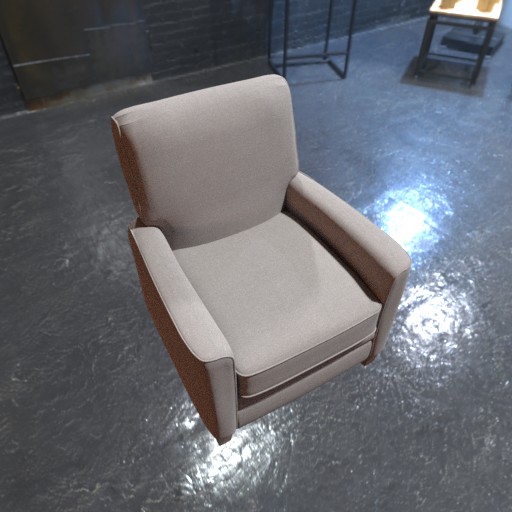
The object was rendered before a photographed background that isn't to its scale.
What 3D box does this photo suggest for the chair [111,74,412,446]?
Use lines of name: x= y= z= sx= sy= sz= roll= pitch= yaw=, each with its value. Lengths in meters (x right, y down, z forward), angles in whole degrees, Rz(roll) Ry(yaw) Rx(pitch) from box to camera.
chair: x=0.000 y=0.000 z=1.690 sx=0.845 sy=1.023 sz=0.859 roll=-22 pitch=48 yaw=-21
